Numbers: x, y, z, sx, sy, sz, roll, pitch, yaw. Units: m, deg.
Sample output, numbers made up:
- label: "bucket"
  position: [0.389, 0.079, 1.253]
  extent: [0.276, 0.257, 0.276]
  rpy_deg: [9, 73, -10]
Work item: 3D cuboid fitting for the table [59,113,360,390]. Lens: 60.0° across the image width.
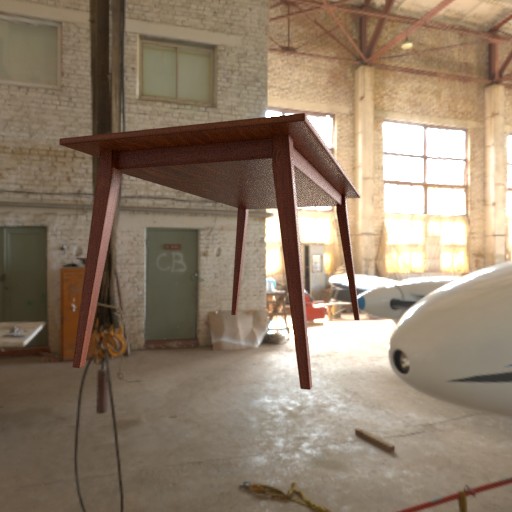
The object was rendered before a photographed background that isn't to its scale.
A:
- label: "table"
  position: [0.000, 0.000, 2.067]
  extent: [0.811, 0.755, 1.609]
  rpy_deg: [0, 0, 18]
